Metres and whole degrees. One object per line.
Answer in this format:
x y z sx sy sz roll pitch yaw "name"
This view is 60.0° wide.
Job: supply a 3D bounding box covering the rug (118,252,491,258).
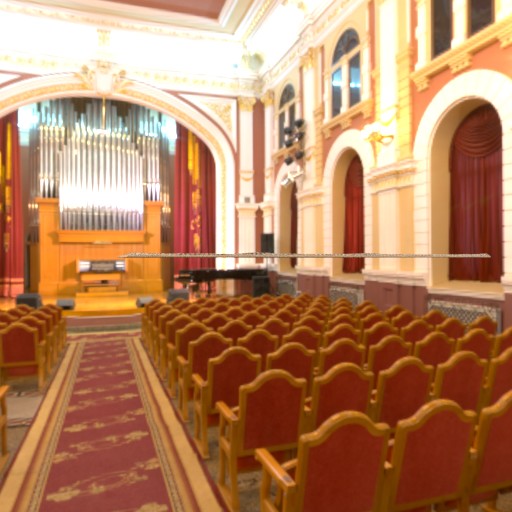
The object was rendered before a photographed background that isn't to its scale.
0.000 0.000 4.139 2.429 0.030 3.052 0 0 -18 "rug"
